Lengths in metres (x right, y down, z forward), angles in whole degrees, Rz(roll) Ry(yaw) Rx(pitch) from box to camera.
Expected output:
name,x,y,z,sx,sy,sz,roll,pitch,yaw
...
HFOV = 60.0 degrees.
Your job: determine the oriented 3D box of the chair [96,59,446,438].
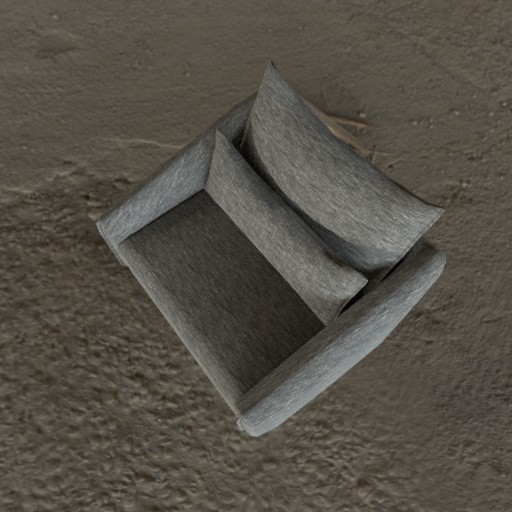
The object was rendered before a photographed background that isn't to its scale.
name,x,y,z,sx,sy,sz,roll,pitch,yaw
chair,0.000,0.000,1.624,0.805,0.842,1.004,-35,68,-16
